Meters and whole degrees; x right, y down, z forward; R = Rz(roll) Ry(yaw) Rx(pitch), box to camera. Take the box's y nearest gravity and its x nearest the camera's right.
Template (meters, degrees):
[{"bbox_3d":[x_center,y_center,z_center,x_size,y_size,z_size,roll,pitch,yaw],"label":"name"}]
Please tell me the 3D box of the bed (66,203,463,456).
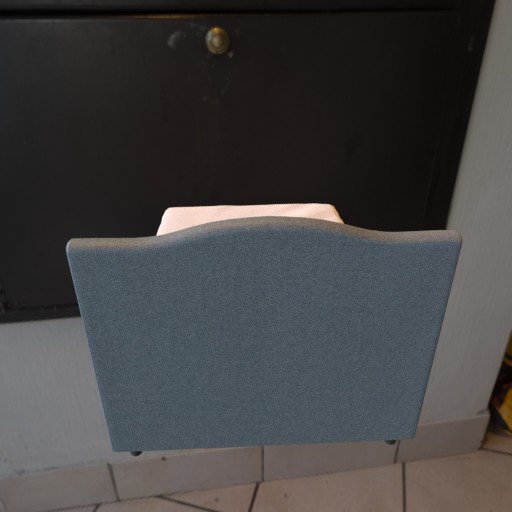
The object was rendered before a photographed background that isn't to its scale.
[{"bbox_3d":[0.000,0.000,3.153,1.753,1.460,2.143,-1,28,-3],"label":"bed"}]
